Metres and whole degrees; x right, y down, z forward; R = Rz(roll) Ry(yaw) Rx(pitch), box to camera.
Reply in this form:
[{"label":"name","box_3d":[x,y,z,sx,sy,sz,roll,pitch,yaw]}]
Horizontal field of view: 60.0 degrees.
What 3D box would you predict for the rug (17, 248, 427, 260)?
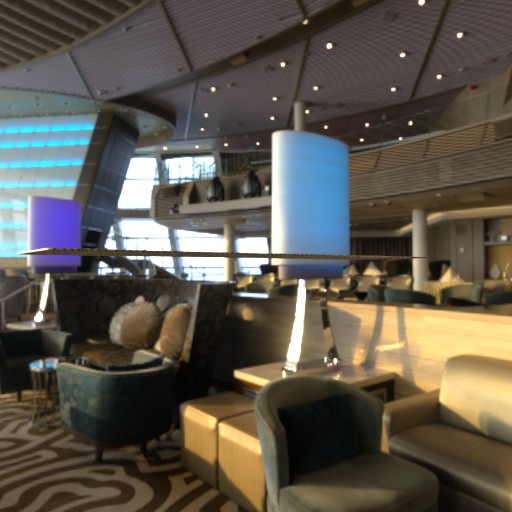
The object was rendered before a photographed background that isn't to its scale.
[{"label":"rug","box_3d":[0.000,0.000,2.475,2.286,0.008,0.686,1,-2,-36]}]
